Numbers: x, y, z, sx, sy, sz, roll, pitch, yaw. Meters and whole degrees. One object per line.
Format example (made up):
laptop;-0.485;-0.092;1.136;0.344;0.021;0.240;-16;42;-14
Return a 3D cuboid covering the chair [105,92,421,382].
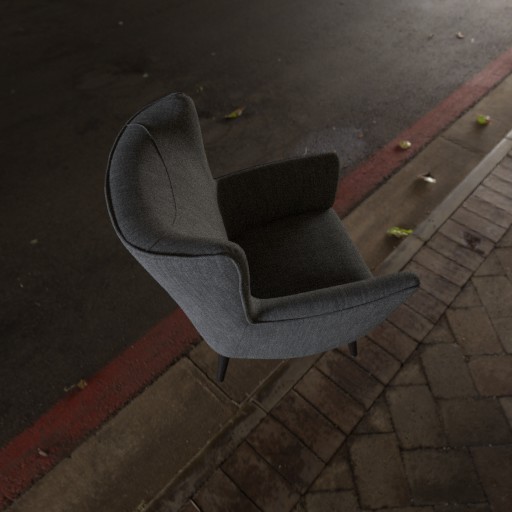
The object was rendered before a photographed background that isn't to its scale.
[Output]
chair;0.000;0.000;1.624;0.888;0.933;0.781;-11;49;-10
